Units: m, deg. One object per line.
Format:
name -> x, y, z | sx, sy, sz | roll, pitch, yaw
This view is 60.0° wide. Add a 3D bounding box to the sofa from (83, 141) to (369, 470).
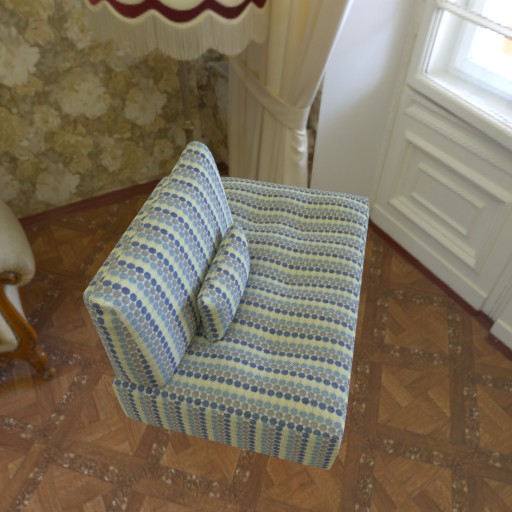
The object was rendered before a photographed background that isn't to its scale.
sofa -> 0.000, 0.000, 2.047 | 1.000, 0.820, 1.450 | 10, 46, 10
